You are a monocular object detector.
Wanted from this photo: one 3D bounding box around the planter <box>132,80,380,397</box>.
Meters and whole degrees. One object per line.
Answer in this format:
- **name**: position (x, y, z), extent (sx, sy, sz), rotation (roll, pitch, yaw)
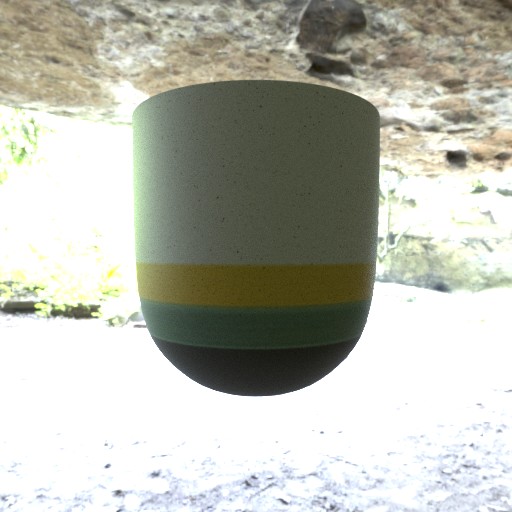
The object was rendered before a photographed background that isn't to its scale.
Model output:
- **planter**: position (0.000, 0.000, 0.363), extent (0.195, 0.214, 0.195), rotation (0, 1, 0)
